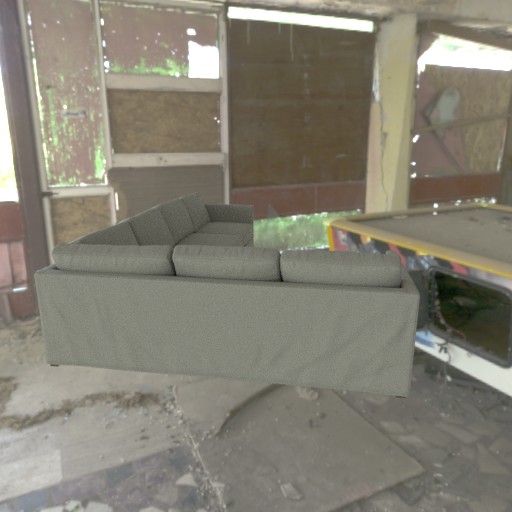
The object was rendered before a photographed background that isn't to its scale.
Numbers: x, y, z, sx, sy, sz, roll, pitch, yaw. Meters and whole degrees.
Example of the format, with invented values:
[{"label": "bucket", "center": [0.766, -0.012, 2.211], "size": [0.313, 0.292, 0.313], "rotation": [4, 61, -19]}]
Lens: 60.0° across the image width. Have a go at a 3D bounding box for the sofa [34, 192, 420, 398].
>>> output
[{"label": "sofa", "center": [0.000, 0.000, 4.253], "size": [2.432, 0.871, 3.182], "rotation": [2, 15, 9]}]
